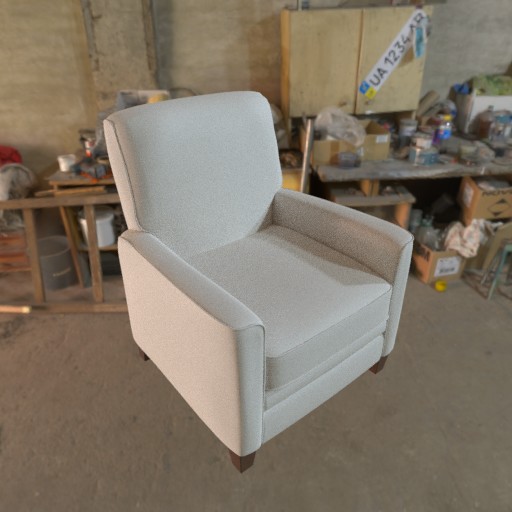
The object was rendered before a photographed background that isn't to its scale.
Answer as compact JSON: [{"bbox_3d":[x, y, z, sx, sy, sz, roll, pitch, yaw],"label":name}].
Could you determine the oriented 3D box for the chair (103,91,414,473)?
[{"bbox_3d":[0.000,0.000,1.638,0.841,1.028,0.858,-23,37,-33],"label":"chair"}]
